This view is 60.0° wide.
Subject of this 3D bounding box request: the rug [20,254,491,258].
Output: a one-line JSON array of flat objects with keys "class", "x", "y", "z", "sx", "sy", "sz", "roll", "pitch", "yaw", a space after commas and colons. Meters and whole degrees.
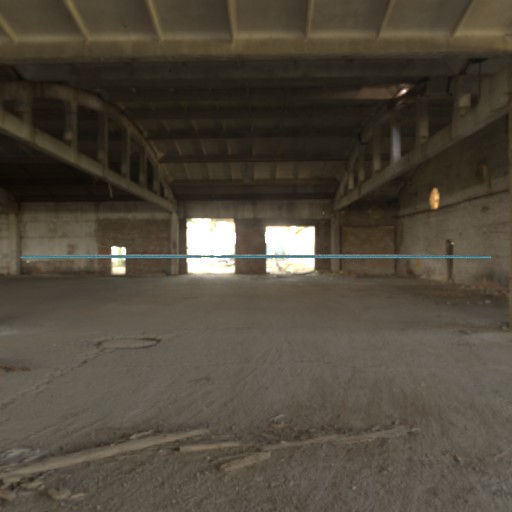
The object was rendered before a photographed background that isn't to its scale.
[{"class": "rug", "x": 0.000, "y": 0.000, "z": 2.848, "sx": 2.205, "sy": 0.012, "sz": 1.554, "roll": 0, "pitch": 0, "yaw": 0}]
